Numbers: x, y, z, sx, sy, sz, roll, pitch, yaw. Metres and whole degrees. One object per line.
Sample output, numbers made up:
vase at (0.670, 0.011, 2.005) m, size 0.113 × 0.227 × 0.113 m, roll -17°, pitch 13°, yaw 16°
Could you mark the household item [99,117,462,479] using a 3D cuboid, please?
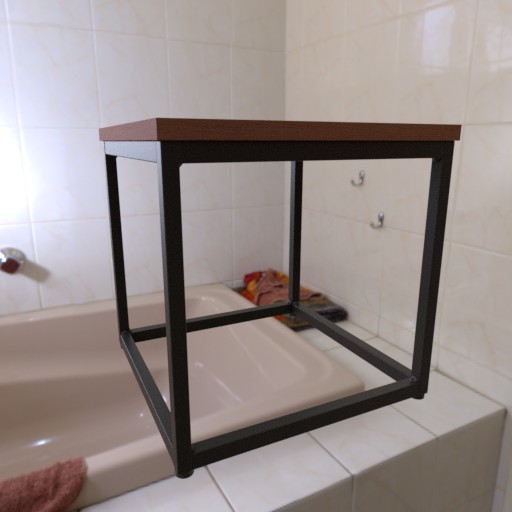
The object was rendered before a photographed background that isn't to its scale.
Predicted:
household item at (0.000, 0.000, 0.715) m, size 0.400 × 0.400 × 0.400 m, roll -7°, pitch 16°, yaw -25°
